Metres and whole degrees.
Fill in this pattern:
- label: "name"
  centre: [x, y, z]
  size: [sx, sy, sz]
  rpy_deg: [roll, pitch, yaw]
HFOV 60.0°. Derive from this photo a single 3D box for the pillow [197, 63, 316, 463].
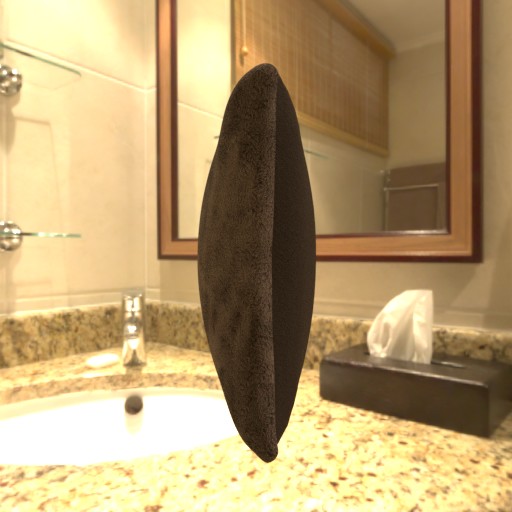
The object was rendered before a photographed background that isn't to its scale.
- label: "pillow"
  centre: [0.000, 0.000, 0.805]
  size: [0.204, 0.520, 0.522]
  rpy_deg: [0, 1, -1]
